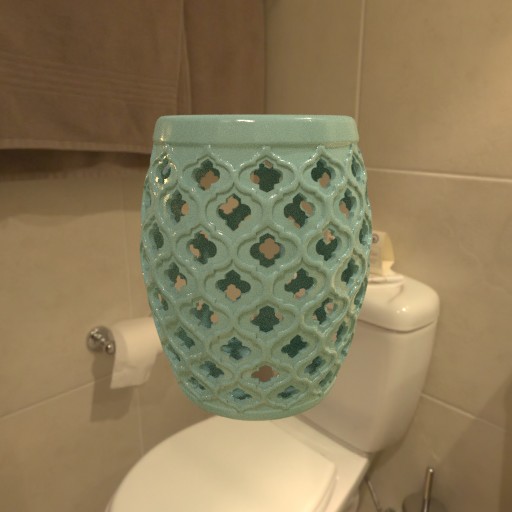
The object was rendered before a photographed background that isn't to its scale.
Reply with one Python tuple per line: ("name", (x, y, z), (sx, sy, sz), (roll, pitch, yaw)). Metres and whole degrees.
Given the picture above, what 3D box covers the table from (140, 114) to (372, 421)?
("table", (0.000, 0.000, 0.646), (0.325, 0.388, 0.325), (0, 17, 0))
